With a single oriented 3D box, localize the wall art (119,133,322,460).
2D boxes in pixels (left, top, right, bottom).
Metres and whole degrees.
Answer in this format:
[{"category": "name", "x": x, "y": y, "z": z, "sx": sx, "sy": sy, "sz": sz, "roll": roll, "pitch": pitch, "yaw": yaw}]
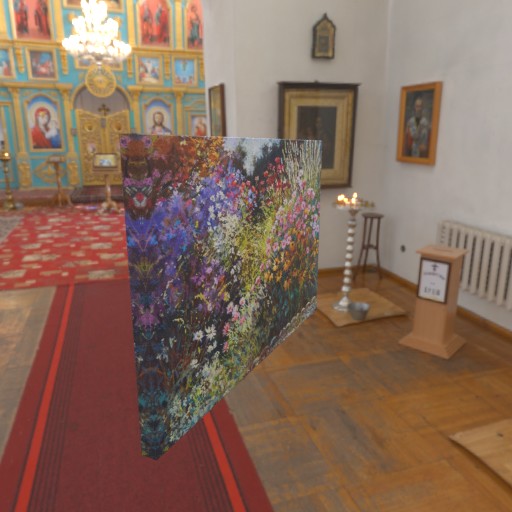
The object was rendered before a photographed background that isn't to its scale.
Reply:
[{"category": "wall art", "x": 0.000, "y": 0.000, "z": 1.178, "sx": 0.037, "sy": 0.604, "sz": 0.908, "roll": 7, "pitch": 15, "yaw": 26}]
